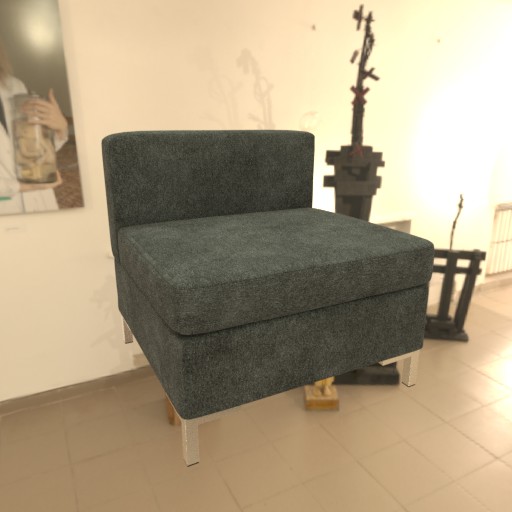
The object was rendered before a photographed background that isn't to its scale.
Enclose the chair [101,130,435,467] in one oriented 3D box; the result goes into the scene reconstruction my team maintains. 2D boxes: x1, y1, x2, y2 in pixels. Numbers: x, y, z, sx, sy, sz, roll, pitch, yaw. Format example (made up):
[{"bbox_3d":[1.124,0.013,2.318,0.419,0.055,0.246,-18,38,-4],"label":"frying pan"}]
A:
[{"bbox_3d":[0.000,0.000,1.219,0.680,0.660,0.680,-9,19,-26],"label":"chair"}]
